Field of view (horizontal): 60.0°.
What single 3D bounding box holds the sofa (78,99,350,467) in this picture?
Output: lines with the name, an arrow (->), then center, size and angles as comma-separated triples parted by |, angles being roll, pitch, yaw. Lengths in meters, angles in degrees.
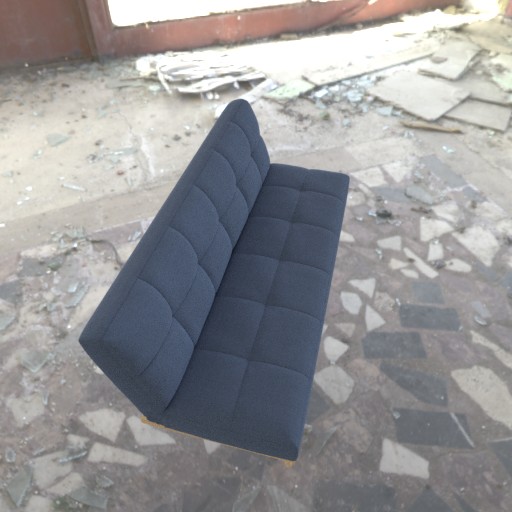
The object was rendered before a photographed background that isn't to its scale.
sofa -> 0.000, 0.000, 2.269 | 0.796, 0.800, 1.800 | 11, 47, 10
